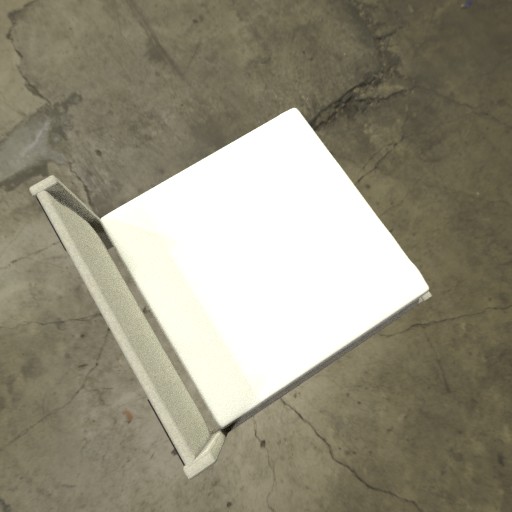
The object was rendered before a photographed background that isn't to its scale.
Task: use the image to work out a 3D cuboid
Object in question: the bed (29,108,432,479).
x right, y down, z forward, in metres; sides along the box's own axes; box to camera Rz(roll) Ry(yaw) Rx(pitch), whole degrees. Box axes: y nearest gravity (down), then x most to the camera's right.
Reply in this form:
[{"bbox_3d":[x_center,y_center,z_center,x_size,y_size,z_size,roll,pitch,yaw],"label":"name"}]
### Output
[{"bbox_3d":[0.000,0.000,3.614,2.280,1.470,2.140,-32,78,-7],"label":"bed"}]
